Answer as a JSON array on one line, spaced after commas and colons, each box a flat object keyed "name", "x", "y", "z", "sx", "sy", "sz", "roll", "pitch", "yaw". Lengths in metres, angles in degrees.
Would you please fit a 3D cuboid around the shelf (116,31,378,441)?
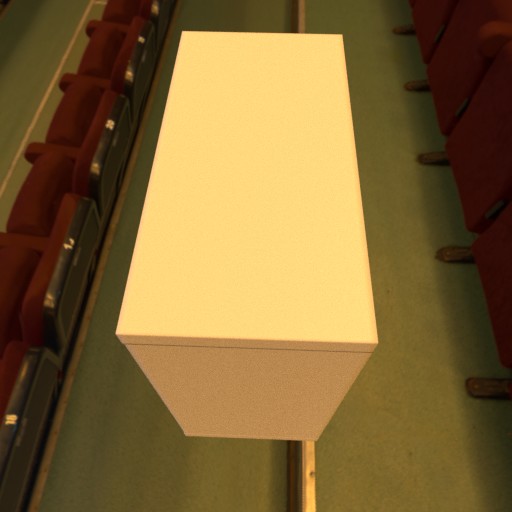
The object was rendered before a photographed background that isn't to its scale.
[{"name": "shelf", "x": 0.000, "y": 0.000, "z": 1.201, "sx": 0.390, "sy": 0.786, "sz": 0.790, "roll": 2, "pitch": 58, "yaw": 1}]
